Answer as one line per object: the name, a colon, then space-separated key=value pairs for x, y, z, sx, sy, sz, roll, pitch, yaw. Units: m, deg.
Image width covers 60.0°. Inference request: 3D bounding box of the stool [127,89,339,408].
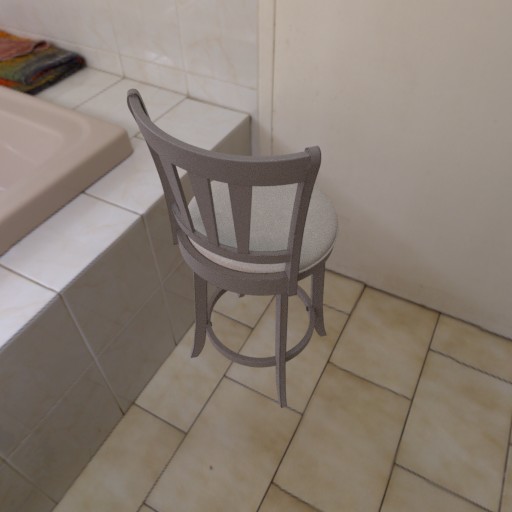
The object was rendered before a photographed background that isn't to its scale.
stool: x=0.000 y=0.000 z=1.282 sx=0.436 sy=1.023 sz=0.475 roll=23 pitch=51 yaw=20
